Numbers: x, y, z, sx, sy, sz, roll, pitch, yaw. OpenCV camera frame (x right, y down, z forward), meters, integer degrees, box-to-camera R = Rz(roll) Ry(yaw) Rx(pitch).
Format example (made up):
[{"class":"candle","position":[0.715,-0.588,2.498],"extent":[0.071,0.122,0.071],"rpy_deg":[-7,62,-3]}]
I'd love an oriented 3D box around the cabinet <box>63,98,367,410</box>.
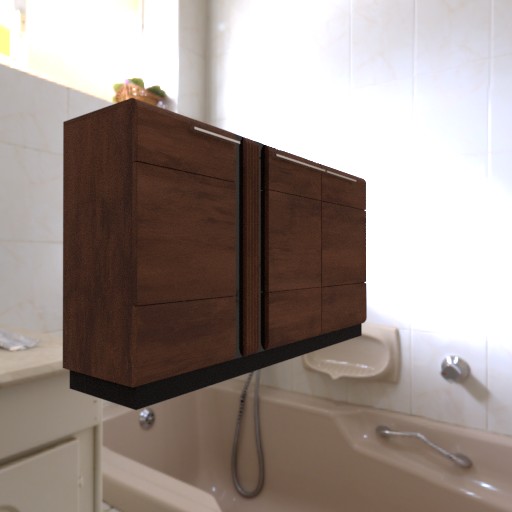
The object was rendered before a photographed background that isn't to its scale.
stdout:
[{"class":"cabinet","position":[0.000,0.000,2.005],"extent":[0.420,0.900,1.600],"rpy_deg":[0,0,37]}]
